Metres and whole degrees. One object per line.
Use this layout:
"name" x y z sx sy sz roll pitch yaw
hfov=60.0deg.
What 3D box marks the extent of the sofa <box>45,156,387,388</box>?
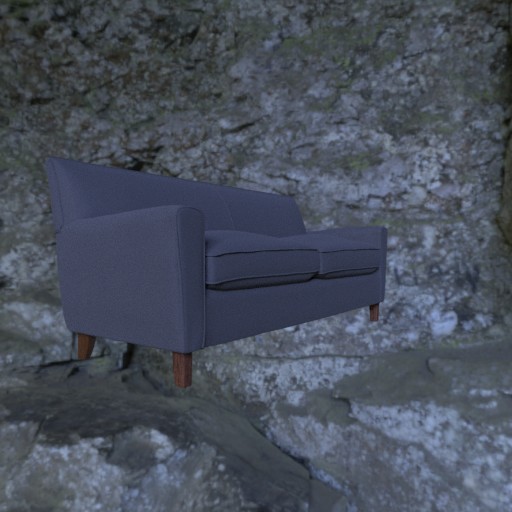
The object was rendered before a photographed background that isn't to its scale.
"sofa" 0.000 0.000 2.506 0.843 0.907 2.002 1 1 37
